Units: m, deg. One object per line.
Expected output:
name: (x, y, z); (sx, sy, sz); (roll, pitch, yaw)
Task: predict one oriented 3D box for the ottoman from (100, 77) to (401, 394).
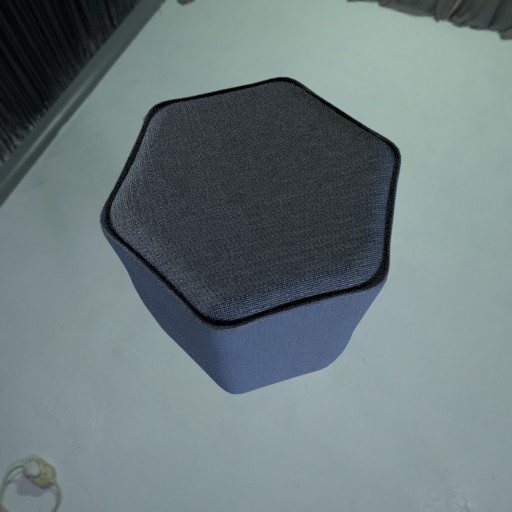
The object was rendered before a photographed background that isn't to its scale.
ottoman: (0.000, 0.000, 0.902); (0.454, 0.505, 0.492); (15, 64, 8)
